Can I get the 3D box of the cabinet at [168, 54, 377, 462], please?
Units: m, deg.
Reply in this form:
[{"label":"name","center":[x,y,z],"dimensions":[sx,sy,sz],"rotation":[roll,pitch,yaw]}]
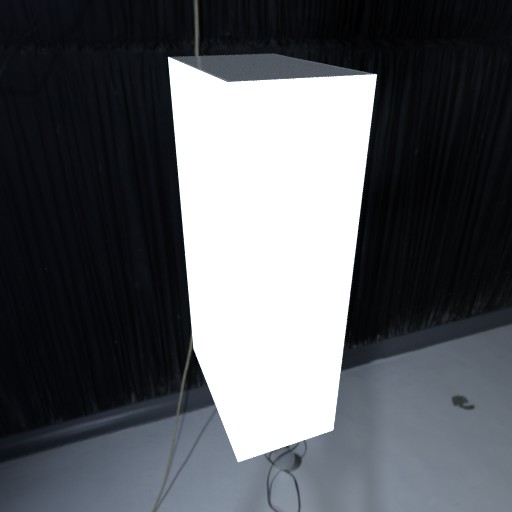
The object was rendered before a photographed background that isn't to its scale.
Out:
[{"label":"cabinet","center":[0.000,0.000,2.409],"dimensions":[0.580,1.920,0.980],"rotation":[-11,31,-18]}]
